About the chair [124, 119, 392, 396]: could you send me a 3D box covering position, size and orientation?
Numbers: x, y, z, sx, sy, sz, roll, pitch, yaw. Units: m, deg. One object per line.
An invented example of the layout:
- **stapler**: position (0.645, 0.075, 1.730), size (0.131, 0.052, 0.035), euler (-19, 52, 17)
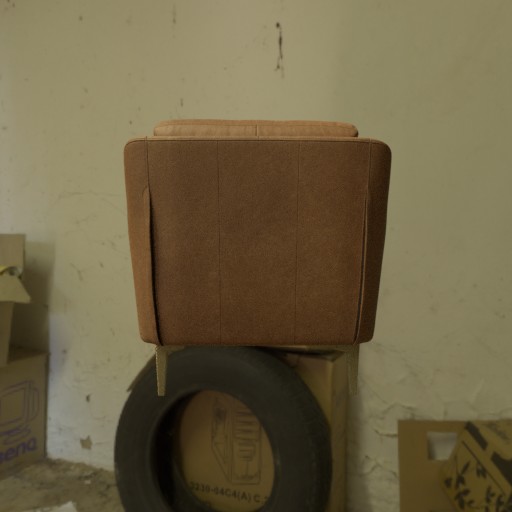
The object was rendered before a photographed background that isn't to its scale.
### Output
- **chair**: position (0.000, 0.000, 1.733), size (0.988, 0.895, 0.963), euler (0, -1, -1)
